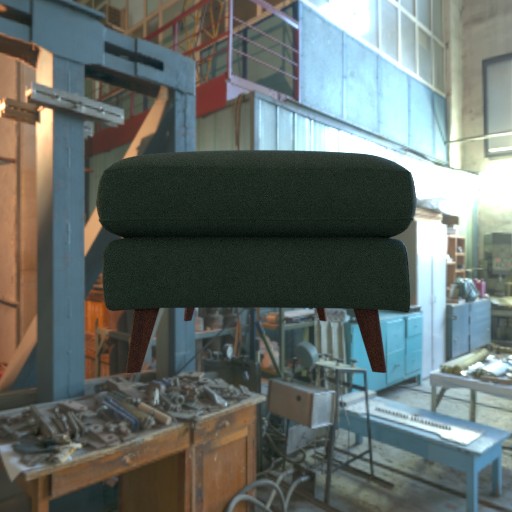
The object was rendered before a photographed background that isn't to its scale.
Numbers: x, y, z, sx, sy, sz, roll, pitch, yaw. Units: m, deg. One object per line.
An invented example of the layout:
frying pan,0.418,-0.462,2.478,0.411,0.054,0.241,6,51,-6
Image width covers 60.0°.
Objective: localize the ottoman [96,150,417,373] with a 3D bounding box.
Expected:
ottoman,0.000,0.000,1.199,0.608,0.449,0.811,0,0,0
